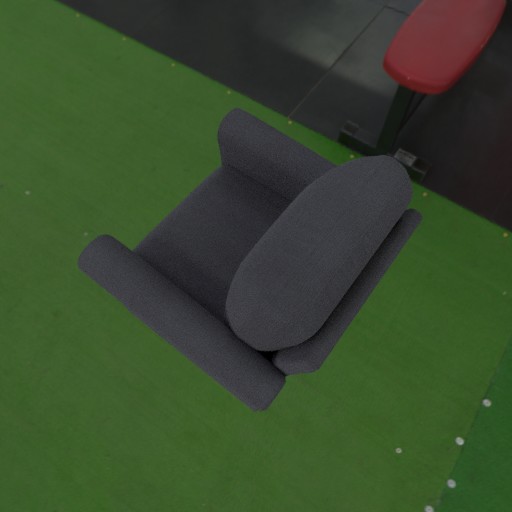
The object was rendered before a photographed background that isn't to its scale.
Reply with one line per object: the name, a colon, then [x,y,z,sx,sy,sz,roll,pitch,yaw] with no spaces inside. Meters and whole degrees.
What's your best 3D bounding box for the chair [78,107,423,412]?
chair: [0.000,0.000,1.602,0.828,0.942,0.867,34,68,16]
